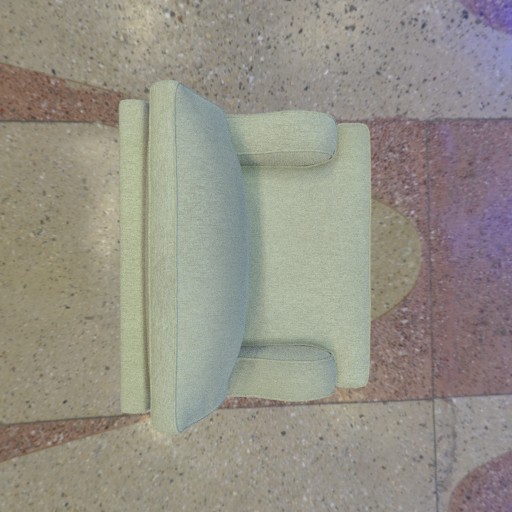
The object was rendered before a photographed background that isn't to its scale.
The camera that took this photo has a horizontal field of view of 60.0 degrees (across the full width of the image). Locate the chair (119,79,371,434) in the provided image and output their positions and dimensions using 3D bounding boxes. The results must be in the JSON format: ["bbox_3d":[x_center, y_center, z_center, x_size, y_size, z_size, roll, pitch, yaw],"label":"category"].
[{"bbox_3d":[0.000,0.000,1.968,1.041,1.016,1.220,0,91,-1],"label":"chair"}]
